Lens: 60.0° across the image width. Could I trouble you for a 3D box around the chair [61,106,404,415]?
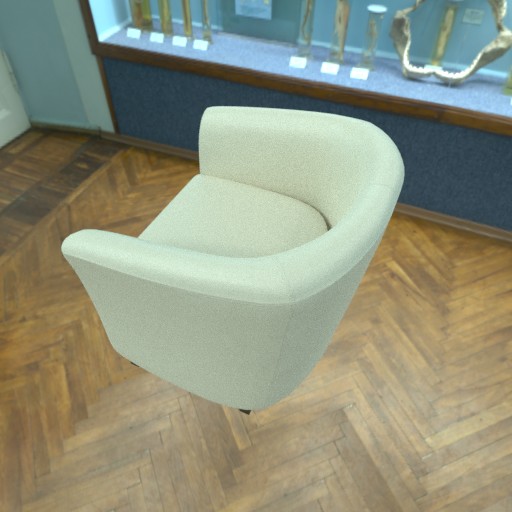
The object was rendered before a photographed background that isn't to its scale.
[{"bbox_3d":[0.000,0.000,1.391,0.727,0.756,0.792,18,49,17],"label":"chair"}]
